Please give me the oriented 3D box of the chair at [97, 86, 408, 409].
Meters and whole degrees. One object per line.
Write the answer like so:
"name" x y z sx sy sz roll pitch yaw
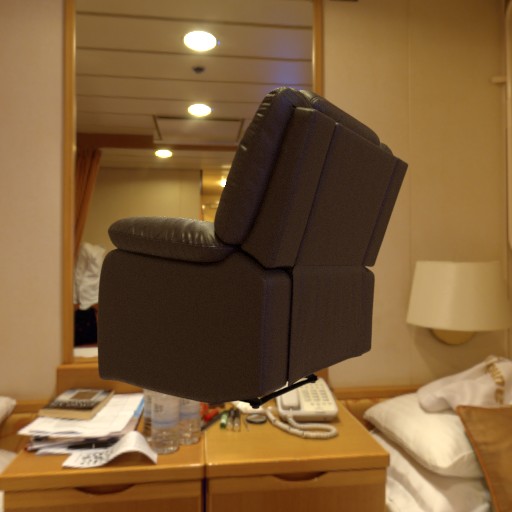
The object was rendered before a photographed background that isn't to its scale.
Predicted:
"chair" 0.000 0.000 1.705 0.934 1.009 0.899 -1 -1 36
